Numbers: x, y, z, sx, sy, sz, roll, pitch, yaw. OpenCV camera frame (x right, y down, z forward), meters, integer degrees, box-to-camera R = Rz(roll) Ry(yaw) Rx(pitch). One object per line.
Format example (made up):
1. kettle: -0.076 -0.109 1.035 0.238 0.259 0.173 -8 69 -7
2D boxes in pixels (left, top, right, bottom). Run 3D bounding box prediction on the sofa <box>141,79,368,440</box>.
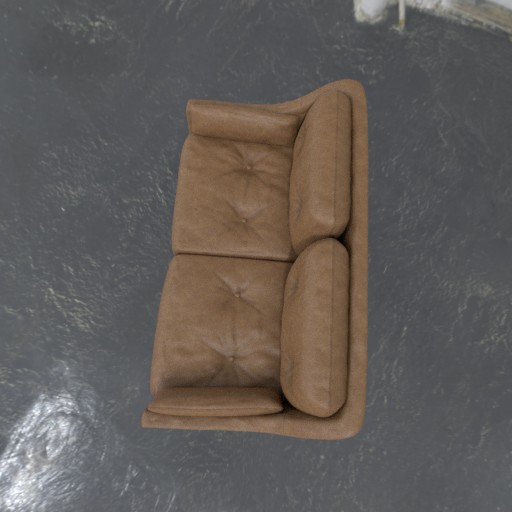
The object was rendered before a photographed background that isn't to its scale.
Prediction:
1. sofa: 0.000 0.000 2.309 0.981 0.886 1.731 4 73 1
